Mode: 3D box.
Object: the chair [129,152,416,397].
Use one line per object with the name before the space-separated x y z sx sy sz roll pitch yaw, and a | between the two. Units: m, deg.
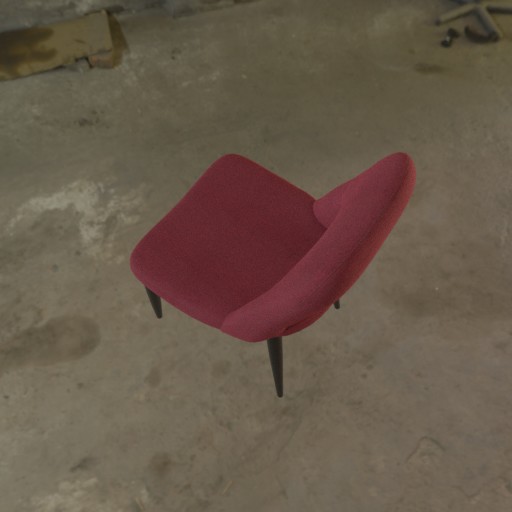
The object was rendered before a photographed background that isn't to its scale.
chair | 0.000 0.000 1.204 0.569 0.892 0.483 32 67 15
